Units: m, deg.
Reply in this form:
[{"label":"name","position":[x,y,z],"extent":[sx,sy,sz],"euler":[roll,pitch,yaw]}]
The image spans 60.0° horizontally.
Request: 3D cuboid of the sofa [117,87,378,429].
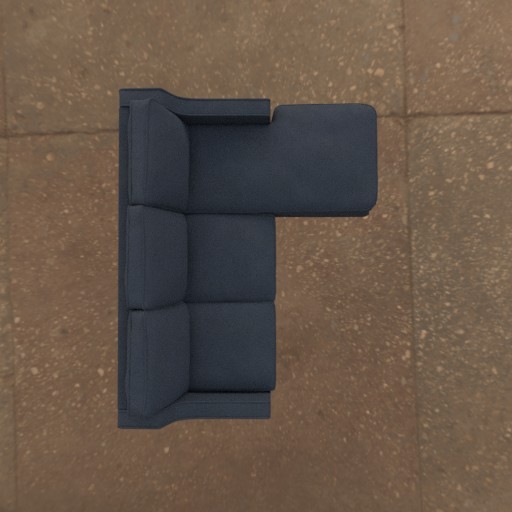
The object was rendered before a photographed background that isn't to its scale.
[{"label":"sofa","position":[0.000,0.000,3.307],"extent":[1.858,1.066,2.317],"euler":[0,89,1]}]
